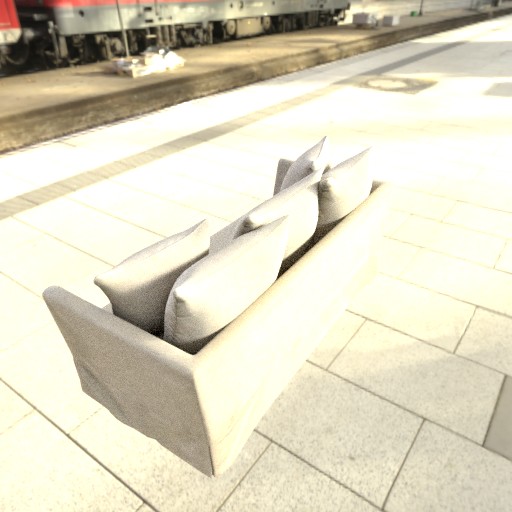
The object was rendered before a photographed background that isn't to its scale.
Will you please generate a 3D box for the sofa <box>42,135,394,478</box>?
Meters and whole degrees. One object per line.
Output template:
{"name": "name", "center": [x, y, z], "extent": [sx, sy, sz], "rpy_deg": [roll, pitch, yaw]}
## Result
{"name": "sofa", "center": [0.000, 0.000, 2.829], "extent": [1.031, 1.034, 2.290], "rpy_deg": [20, 37, 28]}
